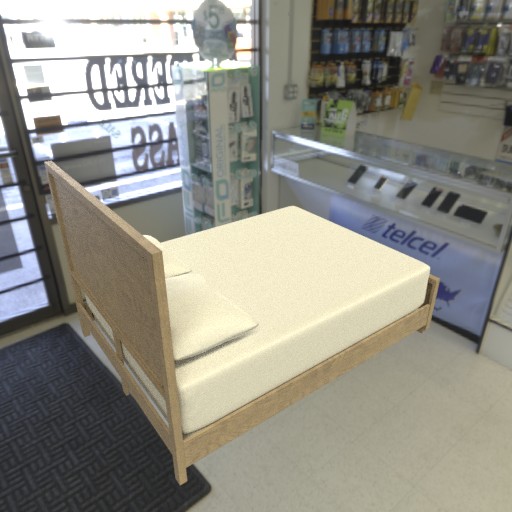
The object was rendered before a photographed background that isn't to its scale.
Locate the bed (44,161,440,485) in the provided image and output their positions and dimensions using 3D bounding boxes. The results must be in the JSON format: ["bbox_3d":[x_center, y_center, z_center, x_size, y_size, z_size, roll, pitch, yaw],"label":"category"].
[{"bbox_3d":[0.000,0.000,3.164,2.189,1.369,1.606,-19,33,-32],"label":"bed"}]
